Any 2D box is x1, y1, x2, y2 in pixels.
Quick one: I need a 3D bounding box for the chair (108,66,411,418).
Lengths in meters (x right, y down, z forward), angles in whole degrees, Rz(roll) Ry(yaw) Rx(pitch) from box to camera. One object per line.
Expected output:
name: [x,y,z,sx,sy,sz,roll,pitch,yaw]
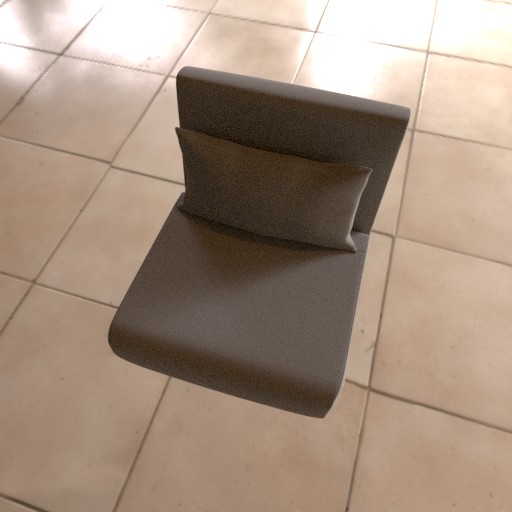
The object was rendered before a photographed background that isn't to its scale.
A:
chair: [0.000,0.000,1.547,0.770,0.808,0.902,14,59,9]
